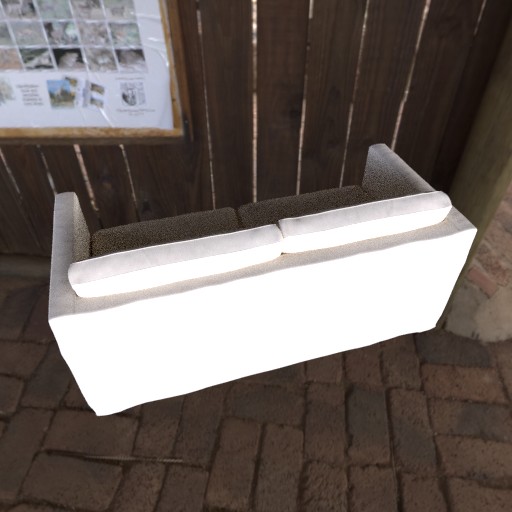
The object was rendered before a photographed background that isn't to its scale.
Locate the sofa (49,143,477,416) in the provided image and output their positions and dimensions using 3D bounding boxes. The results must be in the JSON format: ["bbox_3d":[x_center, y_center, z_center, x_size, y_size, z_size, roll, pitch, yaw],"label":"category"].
[{"bbox_3d":[0.000,0.000,2.432,1.987,0.870,0.940,-11,43,-13],"label":"sofa"}]
